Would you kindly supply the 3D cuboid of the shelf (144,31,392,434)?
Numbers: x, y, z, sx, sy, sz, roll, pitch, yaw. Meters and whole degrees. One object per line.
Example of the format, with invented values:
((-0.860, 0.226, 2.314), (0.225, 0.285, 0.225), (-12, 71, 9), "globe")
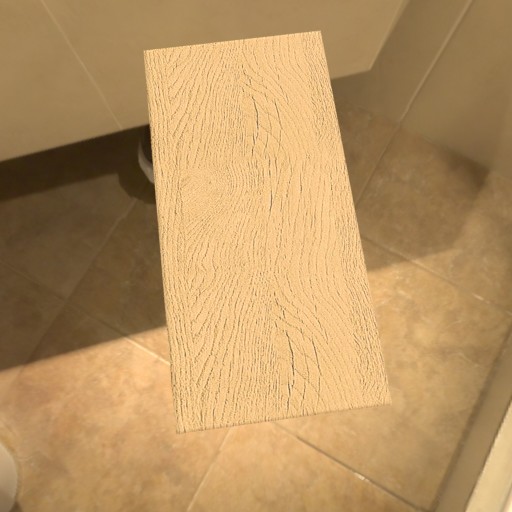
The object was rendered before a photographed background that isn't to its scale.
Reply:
((0.000, 0.000, 1.263), (0.390, 0.786, 0.790), (-7, 77, -2), "shelf")
